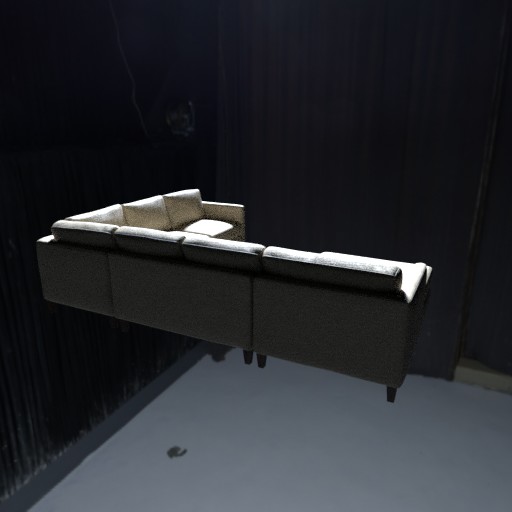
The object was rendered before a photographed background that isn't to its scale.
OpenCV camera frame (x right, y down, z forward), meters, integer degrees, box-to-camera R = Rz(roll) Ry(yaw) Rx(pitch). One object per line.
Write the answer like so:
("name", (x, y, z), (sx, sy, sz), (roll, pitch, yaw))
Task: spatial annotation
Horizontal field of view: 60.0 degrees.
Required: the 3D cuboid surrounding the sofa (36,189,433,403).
("sofa", (0.000, 0.000, 4.634), (3.460, 0.959, 2.593), (8, 19, 25))
